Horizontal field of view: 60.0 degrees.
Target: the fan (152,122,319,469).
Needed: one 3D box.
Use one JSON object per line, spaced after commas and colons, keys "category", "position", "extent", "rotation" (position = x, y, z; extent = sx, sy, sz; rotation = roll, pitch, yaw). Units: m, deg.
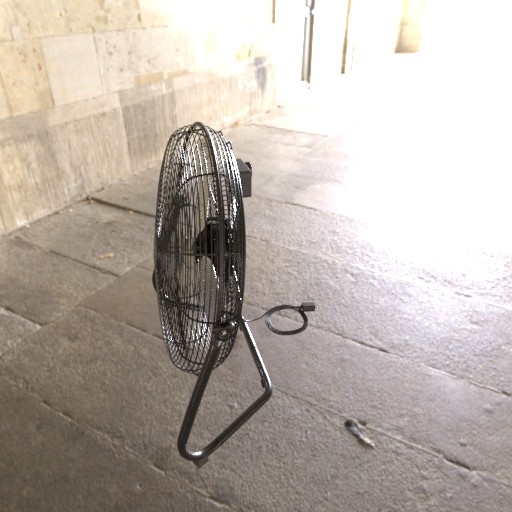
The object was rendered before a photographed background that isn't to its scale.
{"category": "fan", "position": [0.000, 0.000, 1.012], "extent": [0.470, 0.605, 0.595], "rotation": [-8, 32, -14]}
